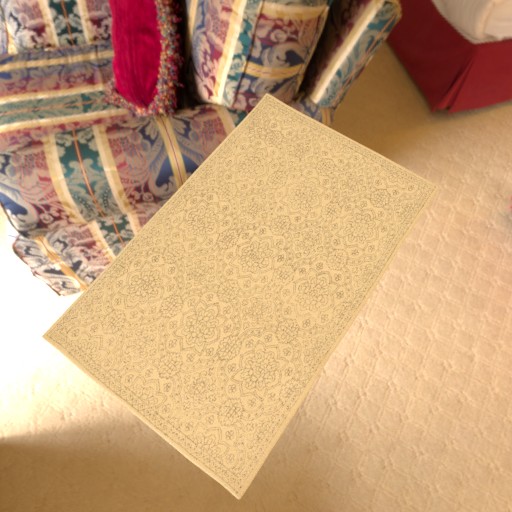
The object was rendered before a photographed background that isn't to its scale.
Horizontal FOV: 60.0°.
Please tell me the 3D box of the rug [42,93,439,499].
[{"bbox_3d":[0.000,0.000,2.948,1.518,0.023,2.434,33,69,14],"label":"rug"}]
